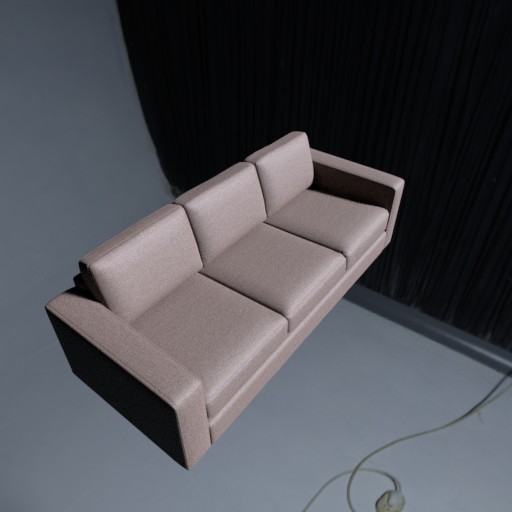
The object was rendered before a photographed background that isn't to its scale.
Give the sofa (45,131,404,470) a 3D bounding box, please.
[{"bbox_3d":[0.000,0.000,2.643,0.900,0.806,2.160,26,46,28],"label":"sofa"}]
